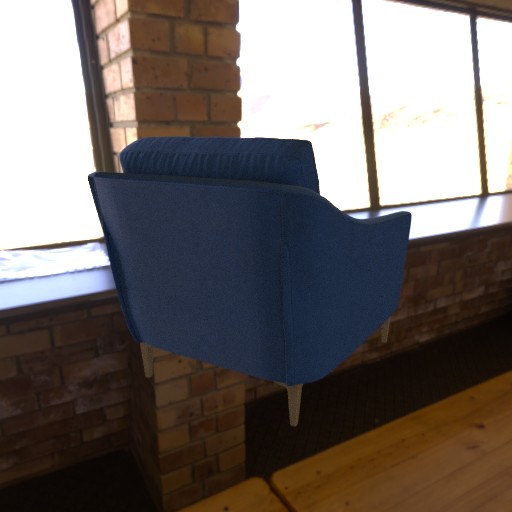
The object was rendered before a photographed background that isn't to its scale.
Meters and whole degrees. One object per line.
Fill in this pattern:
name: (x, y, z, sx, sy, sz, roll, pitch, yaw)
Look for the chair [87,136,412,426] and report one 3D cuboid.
chair: (0.000, 0.000, 1.716, 0.987, 0.899, 0.961, 9, 18, 27)
